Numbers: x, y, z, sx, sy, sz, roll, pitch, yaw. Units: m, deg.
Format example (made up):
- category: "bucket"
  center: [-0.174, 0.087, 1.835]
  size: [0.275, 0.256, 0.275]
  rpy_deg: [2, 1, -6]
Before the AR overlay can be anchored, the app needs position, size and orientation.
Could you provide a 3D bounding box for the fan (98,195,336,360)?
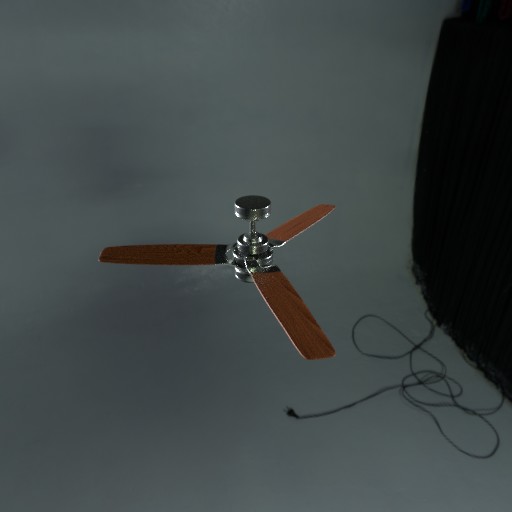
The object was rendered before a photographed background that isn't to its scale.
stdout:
- category: "fan"
  center: [0.000, 0.000, 2.068]
  size: [1.416, 0.410, 1.271]
  rpy_deg: [-10, 32, -16]
